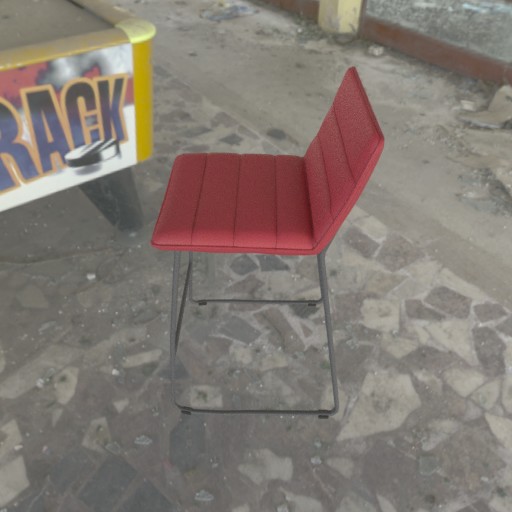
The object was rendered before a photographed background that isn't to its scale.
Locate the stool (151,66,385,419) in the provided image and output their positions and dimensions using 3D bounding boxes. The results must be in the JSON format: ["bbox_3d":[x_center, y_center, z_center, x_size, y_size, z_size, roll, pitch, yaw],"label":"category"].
[{"bbox_3d":[0.000,0.000,1.260,0.524,0.937,0.489,1,43,1],"label":"stool"}]
